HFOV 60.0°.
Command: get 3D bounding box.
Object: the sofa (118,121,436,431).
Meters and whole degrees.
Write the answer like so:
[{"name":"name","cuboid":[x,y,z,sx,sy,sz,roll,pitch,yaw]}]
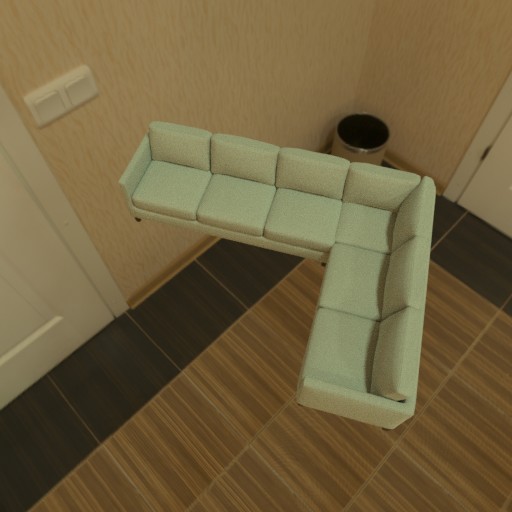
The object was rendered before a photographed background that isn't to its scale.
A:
[{"name":"sofa","cuboid":[0.000,0.000,4.562,3.333,0.934,2.522,14,60,8]}]
